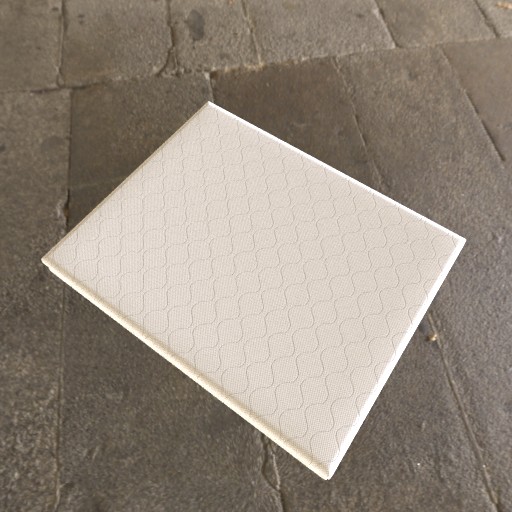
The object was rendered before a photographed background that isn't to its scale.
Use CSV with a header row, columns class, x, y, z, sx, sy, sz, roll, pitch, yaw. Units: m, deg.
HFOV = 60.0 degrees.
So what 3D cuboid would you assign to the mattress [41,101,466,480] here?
class,x,y,z,sx,sy,sz,roll,pitch,yaw
mattress,0.000,0.000,2.725,2.000,0.200,1.600,32,67,16
